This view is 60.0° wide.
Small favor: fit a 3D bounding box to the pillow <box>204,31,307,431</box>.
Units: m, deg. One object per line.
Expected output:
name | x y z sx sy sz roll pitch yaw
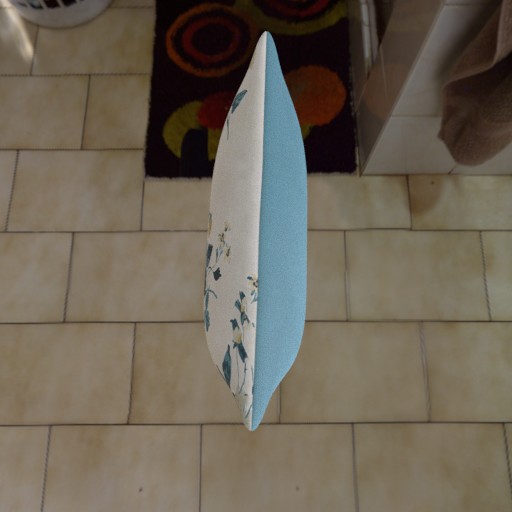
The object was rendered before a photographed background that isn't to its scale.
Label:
pillow | 0.000 0.000 0.794 0.166 0.507 0.526 2 75 1
